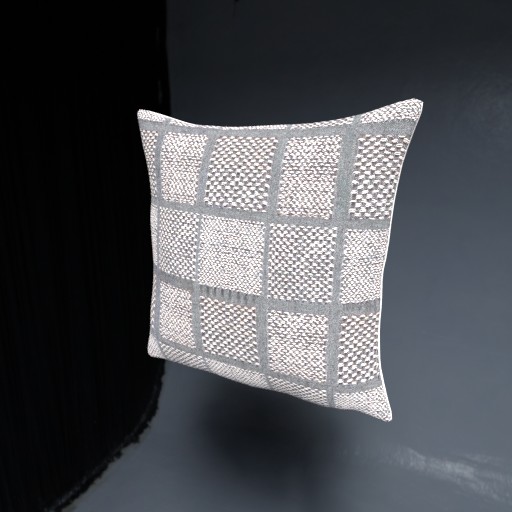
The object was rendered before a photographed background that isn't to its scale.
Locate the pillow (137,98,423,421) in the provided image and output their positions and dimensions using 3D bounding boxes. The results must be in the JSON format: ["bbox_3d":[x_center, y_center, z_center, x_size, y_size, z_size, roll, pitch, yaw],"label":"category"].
[{"bbox_3d":[0.000,0.000,0.666,0.435,0.432,0.138,7,16,26],"label":"pillow"}]
